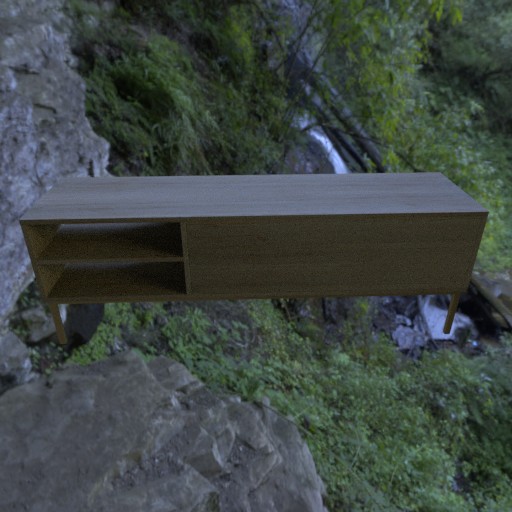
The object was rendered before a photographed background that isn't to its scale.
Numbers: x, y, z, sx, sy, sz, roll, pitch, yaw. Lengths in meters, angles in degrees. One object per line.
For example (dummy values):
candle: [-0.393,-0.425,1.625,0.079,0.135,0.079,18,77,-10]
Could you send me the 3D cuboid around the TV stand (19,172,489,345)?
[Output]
TV stand: [0.000,0.000,1.824,1.600,0.550,0.420,-1,29,-2]
